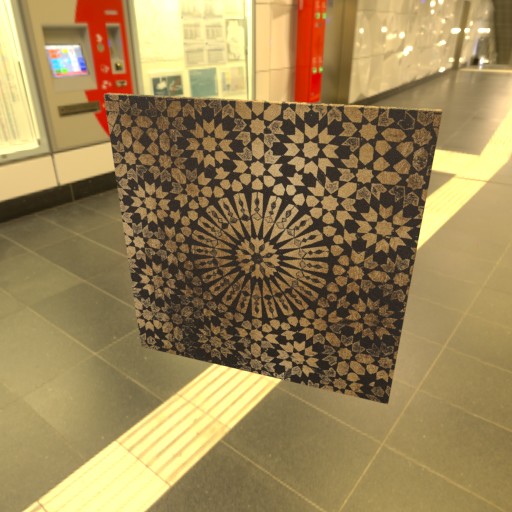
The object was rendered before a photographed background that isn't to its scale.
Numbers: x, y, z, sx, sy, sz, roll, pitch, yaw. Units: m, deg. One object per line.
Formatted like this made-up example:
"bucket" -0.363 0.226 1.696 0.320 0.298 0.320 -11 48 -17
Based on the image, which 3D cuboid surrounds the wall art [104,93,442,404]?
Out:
"wall art" 0.000 0.000 1.368 0.914 0.914 0.038 9 29 16
